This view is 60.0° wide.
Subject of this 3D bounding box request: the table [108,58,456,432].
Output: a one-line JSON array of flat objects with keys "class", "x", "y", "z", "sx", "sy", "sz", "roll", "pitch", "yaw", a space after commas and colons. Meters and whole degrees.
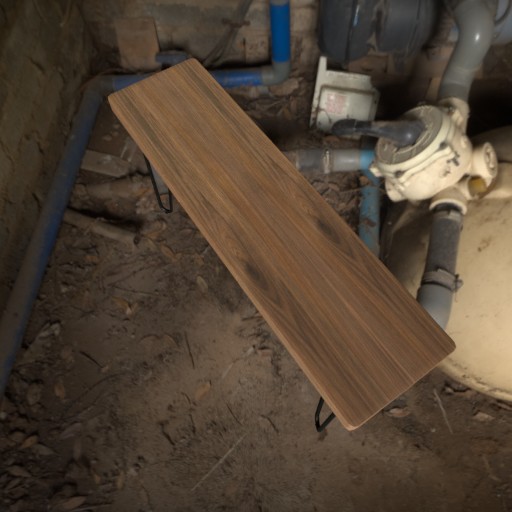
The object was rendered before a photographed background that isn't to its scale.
[{"class": "table", "x": 0.000, "y": 0.000, "z": 1.957, "sx": 0.425, "sy": 0.834, "sz": 1.570, "roll": -31, "pitch": 67, "yaw": -15}]
